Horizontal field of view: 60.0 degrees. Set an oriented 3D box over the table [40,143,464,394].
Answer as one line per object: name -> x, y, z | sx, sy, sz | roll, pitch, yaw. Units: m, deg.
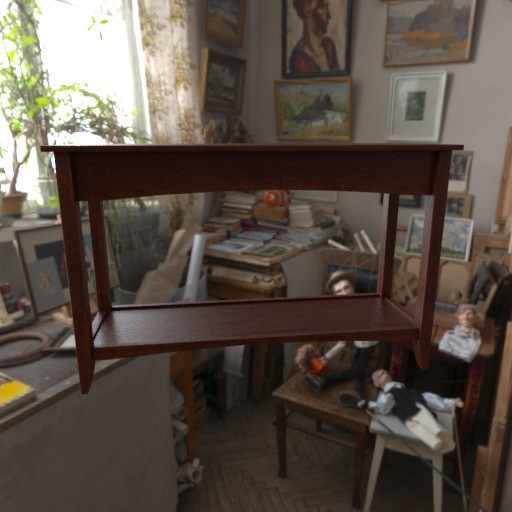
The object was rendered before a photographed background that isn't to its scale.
table -> 0.000, 0.000, 1.510 | 1.188, 0.739, 0.392 | -2, 15, -8
